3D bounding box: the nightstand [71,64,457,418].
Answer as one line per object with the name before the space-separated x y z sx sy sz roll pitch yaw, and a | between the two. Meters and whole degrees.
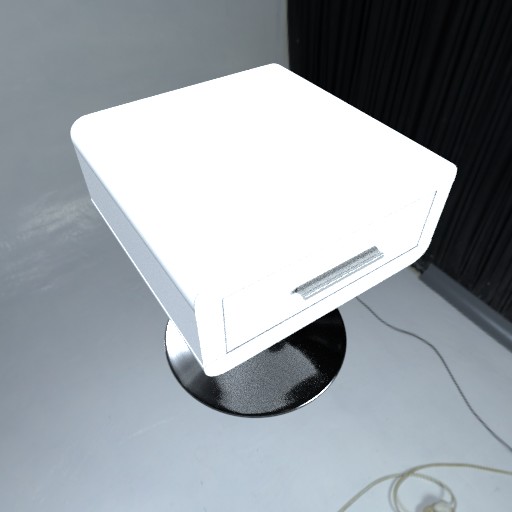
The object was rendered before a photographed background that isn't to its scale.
nightstand | 0.000 0.000 0.765 0.399 0.447 0.404 -26 50 -23
